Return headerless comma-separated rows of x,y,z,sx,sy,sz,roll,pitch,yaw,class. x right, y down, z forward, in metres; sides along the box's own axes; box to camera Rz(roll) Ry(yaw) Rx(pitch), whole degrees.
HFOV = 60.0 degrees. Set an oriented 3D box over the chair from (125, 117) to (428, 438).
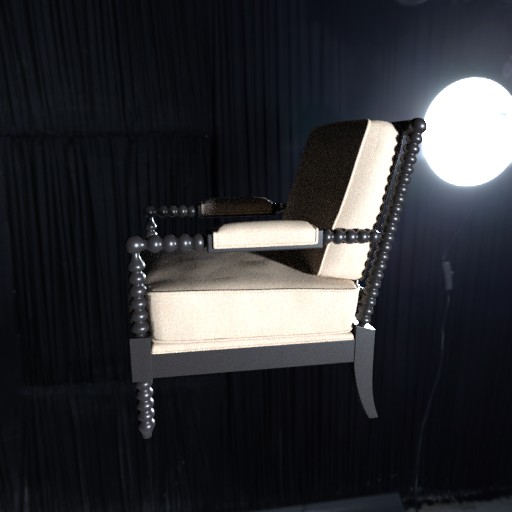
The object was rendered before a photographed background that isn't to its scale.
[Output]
0.000,0.000,1.205,0.657,0.703,0.555,-2,14,-9,chair
